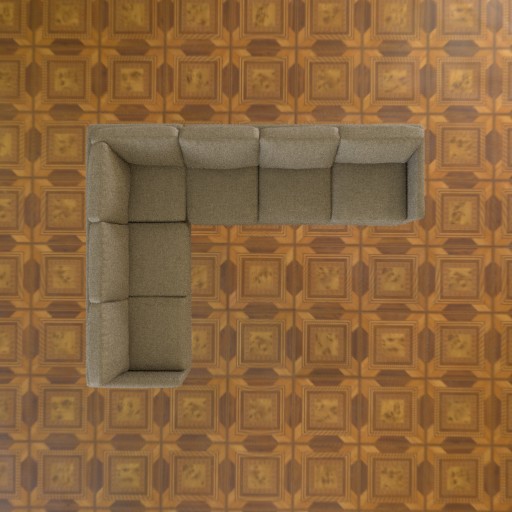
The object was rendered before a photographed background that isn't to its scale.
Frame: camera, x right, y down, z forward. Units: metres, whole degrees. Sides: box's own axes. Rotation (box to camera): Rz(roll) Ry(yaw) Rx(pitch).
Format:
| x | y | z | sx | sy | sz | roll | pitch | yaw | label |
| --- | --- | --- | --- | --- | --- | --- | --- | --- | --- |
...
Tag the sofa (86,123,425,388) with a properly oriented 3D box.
| x | y | z | sx | sy | sz | roll | pitch | yaw | label |
| --- | --- | --- | --- | --- | --- | --- | --- | --- | --- |
| 0.000 | 0.000 | 4.512 | 3.302 | 0.947 | 2.593 | 0 | 90 | 1 | sofa |
